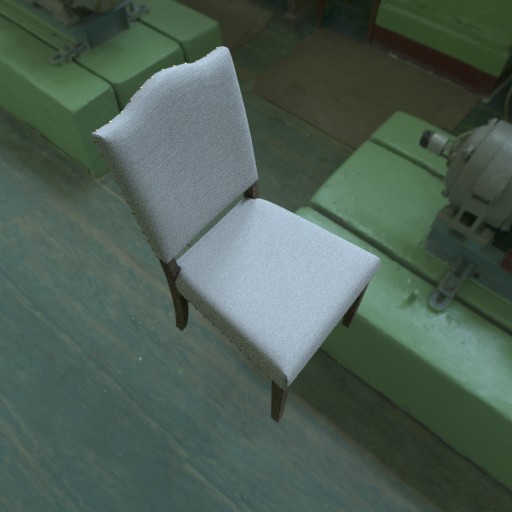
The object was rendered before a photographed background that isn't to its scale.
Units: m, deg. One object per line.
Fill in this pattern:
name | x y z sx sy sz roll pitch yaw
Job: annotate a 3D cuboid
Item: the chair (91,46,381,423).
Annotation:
chair | 0.000 0.000 1.364 0.620 1.020 0.508 34 63 20
